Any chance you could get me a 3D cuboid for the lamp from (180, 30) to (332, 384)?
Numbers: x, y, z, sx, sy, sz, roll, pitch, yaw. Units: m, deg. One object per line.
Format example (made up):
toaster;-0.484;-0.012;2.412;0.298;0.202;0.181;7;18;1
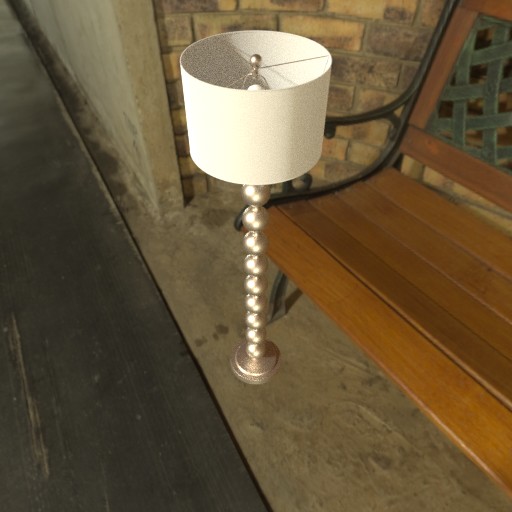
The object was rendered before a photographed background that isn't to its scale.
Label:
lamp;0.000;0.000;1.665;0.394;1.474;0.394;17;48;16
